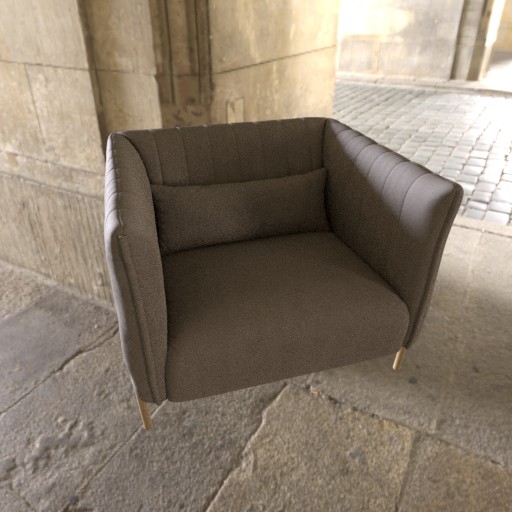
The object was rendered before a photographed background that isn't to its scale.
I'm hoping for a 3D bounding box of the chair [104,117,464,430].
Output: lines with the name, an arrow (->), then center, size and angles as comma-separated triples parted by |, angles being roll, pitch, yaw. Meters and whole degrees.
chair -> 0.000, 0.000, 1.602 | 0.981, 0.779, 0.873 | -9, 32, -14
